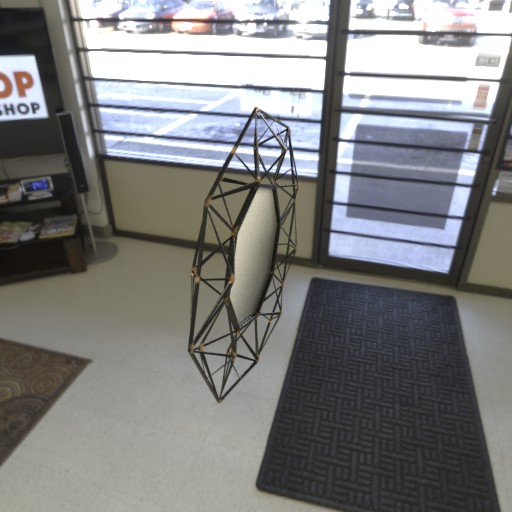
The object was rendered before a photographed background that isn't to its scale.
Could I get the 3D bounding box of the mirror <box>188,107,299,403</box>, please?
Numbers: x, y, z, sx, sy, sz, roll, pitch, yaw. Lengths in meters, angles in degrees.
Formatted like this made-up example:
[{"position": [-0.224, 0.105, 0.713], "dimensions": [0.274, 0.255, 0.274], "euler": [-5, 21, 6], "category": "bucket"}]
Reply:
[{"position": [0.000, 0.000, 1.088], "dimensions": [0.094, 0.710, 0.710], "euler": [11, 33, 17], "category": "mirror"}]
